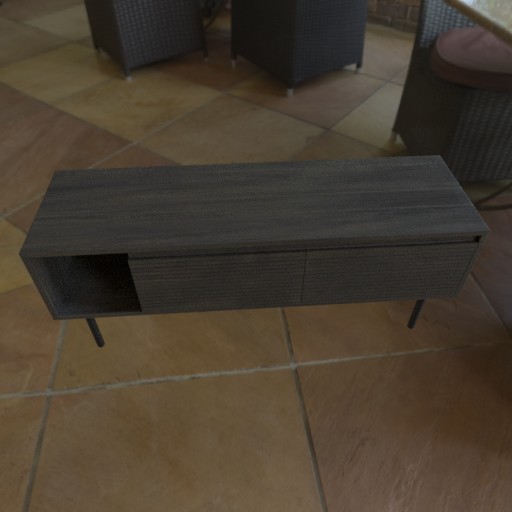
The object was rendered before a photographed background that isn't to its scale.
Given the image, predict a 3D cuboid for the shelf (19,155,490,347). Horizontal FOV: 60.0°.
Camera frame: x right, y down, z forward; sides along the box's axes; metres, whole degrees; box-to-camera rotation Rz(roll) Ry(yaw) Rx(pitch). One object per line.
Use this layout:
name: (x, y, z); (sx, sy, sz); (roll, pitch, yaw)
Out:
shelf: (0.000, 0.000, 1.528); (1.300, 0.495, 0.400); (-3, 45, -3)
